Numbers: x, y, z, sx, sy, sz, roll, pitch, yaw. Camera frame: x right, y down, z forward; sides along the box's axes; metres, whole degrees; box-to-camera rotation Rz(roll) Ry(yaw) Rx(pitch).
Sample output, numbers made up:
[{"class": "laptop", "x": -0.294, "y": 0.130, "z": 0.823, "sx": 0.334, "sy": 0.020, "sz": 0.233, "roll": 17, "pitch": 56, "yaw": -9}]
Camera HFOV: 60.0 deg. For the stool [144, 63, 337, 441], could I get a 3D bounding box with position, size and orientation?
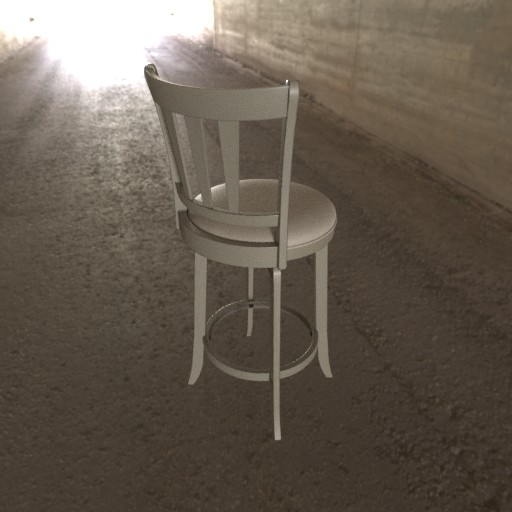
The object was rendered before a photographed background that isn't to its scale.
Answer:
[{"class": "stool", "x": 0.000, "y": 0.000, "z": 1.301, "sx": 0.436, "sy": 1.042, "sz": 0.475, "roll": 21, "pitch": 36, "yaw": 32}]
